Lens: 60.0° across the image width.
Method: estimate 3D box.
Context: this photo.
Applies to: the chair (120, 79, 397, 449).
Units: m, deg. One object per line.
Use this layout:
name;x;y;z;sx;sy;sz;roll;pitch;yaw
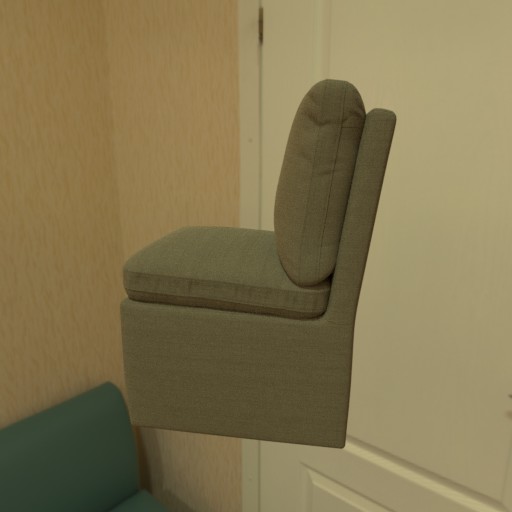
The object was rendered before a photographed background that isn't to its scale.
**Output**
chair;0.000;0.000;1.323;0.698;0.927;0.503;3;15;9
